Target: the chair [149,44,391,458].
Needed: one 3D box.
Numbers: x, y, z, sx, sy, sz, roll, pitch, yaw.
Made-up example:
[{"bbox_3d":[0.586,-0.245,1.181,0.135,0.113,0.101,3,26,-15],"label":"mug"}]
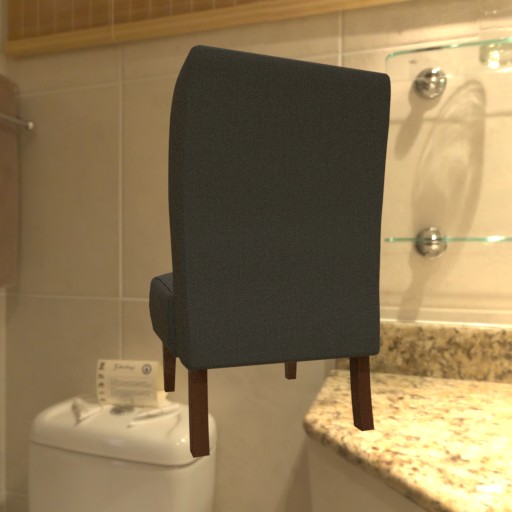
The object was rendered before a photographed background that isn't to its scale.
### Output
[{"bbox_3d":[0.000,0.000,1.176,0.513,0.804,0.592,0,0,-20],"label":"chair"}]
